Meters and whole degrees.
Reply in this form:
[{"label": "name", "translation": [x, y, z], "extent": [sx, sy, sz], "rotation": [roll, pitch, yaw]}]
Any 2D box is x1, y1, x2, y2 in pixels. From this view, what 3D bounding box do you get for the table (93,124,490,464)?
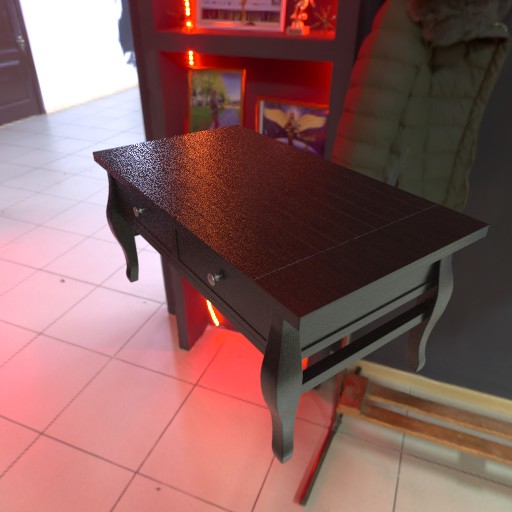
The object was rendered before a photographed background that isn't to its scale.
[{"label": "table", "translation": [0.000, 0.000, 1.388], "extent": [0.600, 0.494, 1.062], "rotation": [-21, 37, -30]}]
